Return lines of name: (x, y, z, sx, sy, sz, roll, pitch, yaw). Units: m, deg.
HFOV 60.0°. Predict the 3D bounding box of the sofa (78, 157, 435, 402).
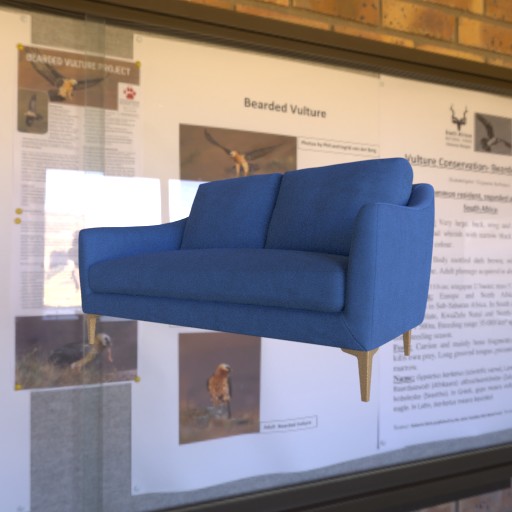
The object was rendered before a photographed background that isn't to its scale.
sofa: (0.000, 0.000, 2.159, 1.619, 0.902, 0.960, 0, 0, 38)
